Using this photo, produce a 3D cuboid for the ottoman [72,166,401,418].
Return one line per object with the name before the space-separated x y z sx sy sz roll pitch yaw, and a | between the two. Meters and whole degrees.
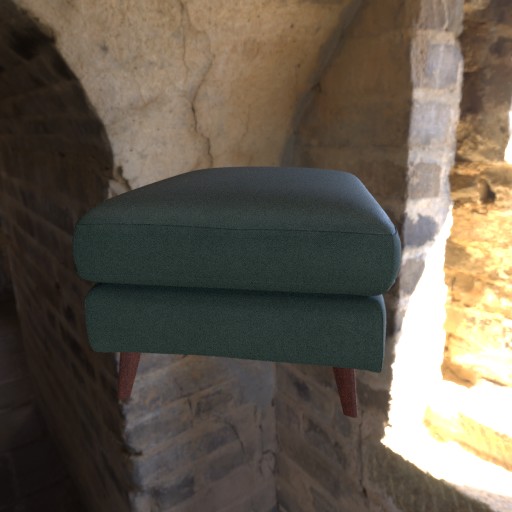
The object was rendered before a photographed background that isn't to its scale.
ottoman | 0.000 0.000 1.181 0.608 0.449 0.811 2 16 7
